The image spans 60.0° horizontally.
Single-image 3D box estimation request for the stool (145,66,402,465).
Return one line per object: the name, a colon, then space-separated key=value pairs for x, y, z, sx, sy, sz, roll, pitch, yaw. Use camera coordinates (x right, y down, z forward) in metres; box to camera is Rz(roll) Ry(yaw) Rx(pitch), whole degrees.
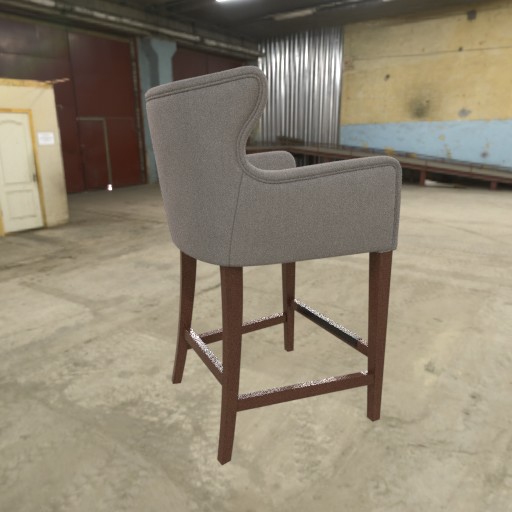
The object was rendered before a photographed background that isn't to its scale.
stool: x=0.000 y=0.000 z=1.304 sx=0.575 sy=0.951 sz=0.575 roll=-7 pitch=16 yaw=-25
